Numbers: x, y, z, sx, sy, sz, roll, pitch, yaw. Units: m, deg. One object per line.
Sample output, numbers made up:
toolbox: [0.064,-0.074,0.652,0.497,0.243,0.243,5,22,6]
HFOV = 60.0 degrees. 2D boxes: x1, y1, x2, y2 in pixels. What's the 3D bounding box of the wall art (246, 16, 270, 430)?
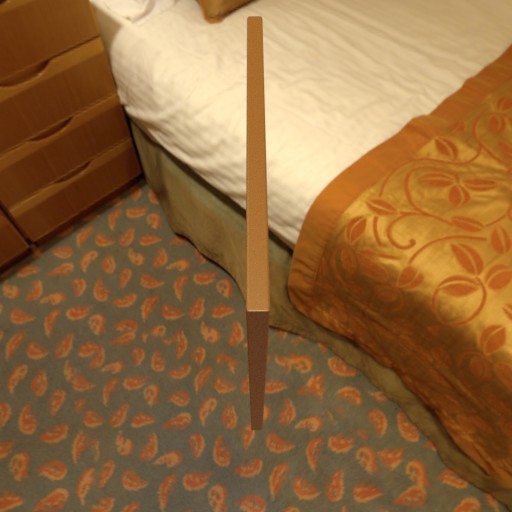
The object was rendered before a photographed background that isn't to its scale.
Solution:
wall art: [0.000,0.000,0.507,0.015,0.379,0.310,0,59,0]
